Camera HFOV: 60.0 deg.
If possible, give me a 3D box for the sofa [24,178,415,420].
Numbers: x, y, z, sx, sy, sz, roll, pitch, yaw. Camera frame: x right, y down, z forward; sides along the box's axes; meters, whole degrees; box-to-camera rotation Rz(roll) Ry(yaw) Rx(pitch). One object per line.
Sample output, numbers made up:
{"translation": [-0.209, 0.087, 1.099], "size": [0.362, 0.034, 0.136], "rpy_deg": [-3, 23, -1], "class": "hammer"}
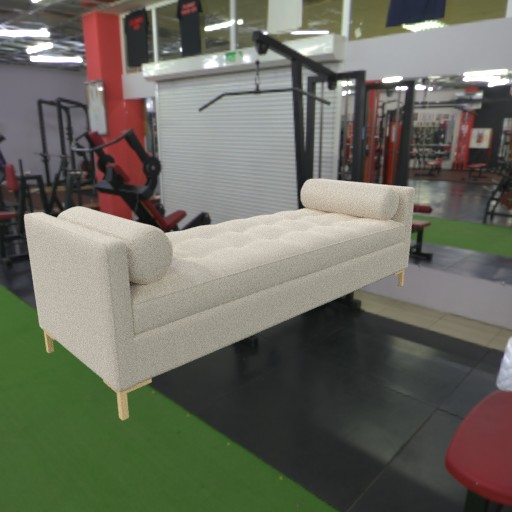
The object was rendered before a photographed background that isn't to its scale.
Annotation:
{"translation": [0.000, 0.000, 2.314], "size": [1.985, 0.641, 0.746], "rpy_deg": [-15, 22, -42], "class": "sofa"}
